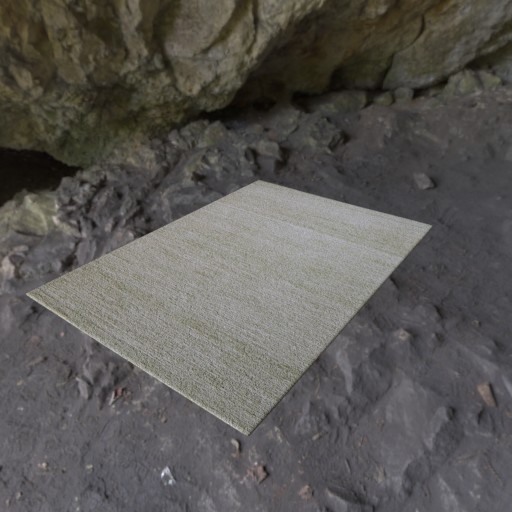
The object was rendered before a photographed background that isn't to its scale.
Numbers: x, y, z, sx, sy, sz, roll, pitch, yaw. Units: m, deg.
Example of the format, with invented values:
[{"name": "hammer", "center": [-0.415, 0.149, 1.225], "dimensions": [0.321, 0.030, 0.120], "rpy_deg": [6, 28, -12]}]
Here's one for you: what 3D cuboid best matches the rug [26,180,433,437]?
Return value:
[{"name": "rug", "center": [0.000, 0.000, 2.915], "dimensions": [1.606, 0.017, 2.270], "rpy_deg": [20, 36, 31]}]
